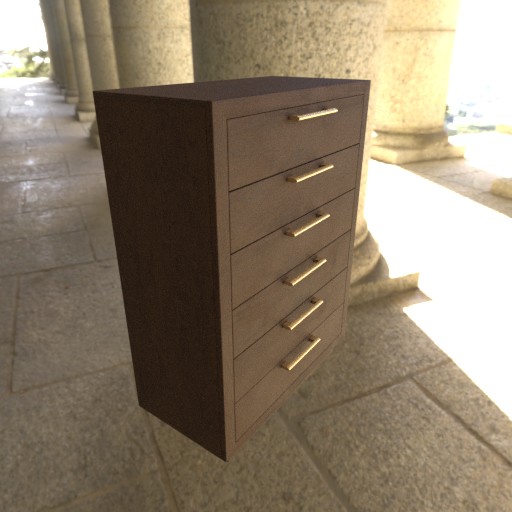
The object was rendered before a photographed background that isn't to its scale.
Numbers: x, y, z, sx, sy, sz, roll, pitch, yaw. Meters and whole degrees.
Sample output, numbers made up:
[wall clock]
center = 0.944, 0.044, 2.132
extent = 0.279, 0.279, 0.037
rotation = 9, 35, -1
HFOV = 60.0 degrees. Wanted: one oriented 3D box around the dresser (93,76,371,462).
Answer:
[dresser]
center = 0.000, 0.000, 1.829
extent = 0.516, 1.320, 0.964
rotation = 17, 30, 32
